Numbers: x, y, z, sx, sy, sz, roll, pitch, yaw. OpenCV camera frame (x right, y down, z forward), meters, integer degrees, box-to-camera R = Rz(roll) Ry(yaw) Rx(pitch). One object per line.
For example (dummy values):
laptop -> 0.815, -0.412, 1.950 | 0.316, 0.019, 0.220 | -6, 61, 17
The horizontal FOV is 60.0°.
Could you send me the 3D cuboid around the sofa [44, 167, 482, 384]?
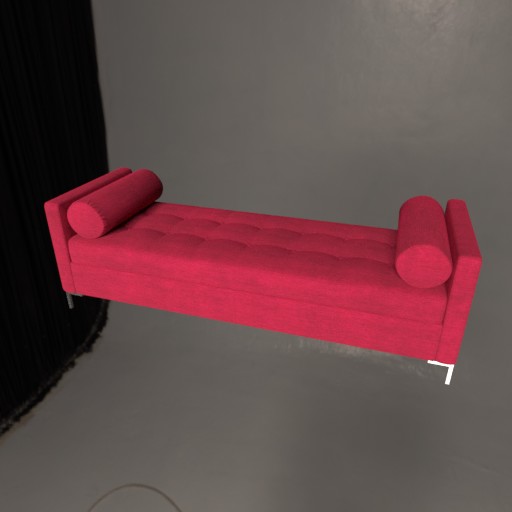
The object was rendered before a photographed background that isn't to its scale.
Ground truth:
sofa -> 0.000, 0.000, 2.326 | 1.981, 0.635, 0.686 | 8, 28, 16
